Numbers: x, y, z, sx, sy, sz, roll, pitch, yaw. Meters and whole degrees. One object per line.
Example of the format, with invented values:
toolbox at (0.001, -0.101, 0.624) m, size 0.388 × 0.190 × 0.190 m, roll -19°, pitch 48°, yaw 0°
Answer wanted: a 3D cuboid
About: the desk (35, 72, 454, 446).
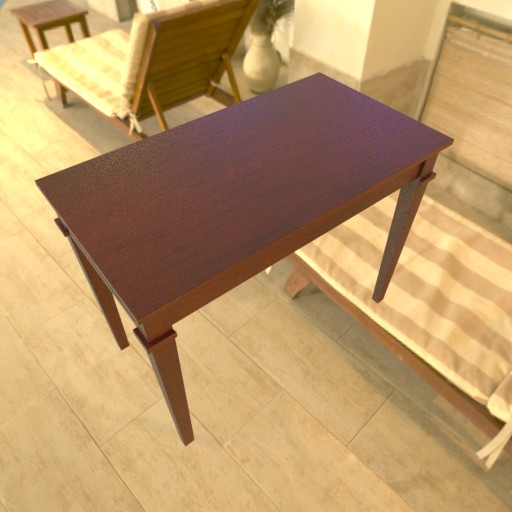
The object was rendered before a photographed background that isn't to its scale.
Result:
desk at (0.000, 0.000, 1.466) m, size 1.001 × 0.762 × 0.549 m, roll -30°, pitch 54°, yaw -25°
